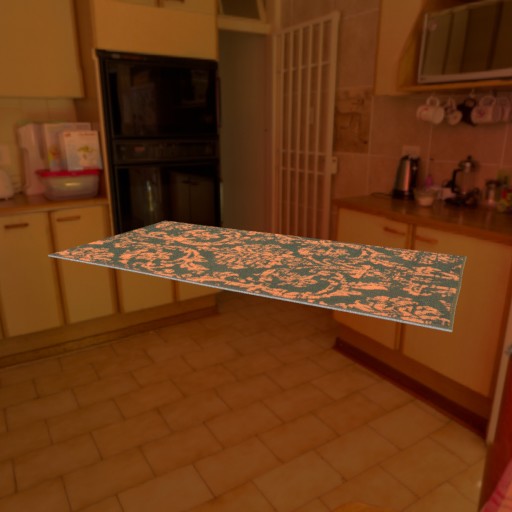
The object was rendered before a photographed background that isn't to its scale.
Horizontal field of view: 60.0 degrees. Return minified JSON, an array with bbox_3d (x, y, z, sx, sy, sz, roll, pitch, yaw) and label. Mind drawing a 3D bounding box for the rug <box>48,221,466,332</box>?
[{"bbox_3d":[0.000,0.000,1.440,1.219,0.007,0.604,8,18,26],"label":"rug"}]
